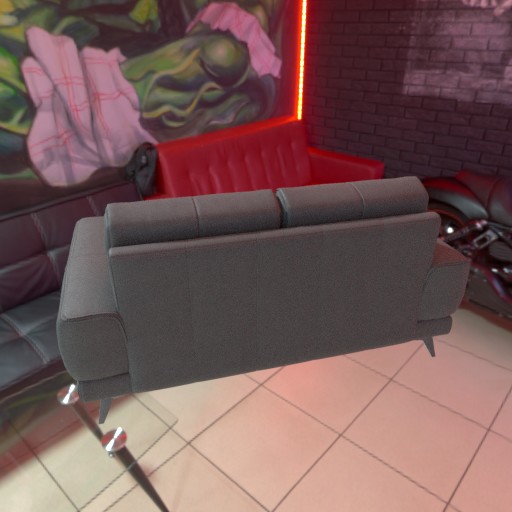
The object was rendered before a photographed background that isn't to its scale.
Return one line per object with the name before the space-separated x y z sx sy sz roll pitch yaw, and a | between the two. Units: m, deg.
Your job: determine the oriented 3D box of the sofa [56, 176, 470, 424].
sofa | 0.000 0.000 2.253 1.806 0.907 1.018 -7 28 -14
